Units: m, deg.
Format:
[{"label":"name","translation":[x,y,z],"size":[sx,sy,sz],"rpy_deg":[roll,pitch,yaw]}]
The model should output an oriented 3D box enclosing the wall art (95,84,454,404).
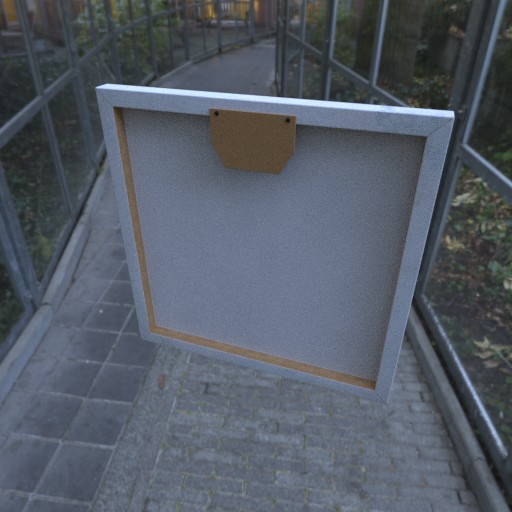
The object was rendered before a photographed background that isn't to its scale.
[{"label":"wall art","translation":[0.000,0.000,0.883],"size":[0.605,0.605,0.044],"rpy_deg":[11,34,16]}]
